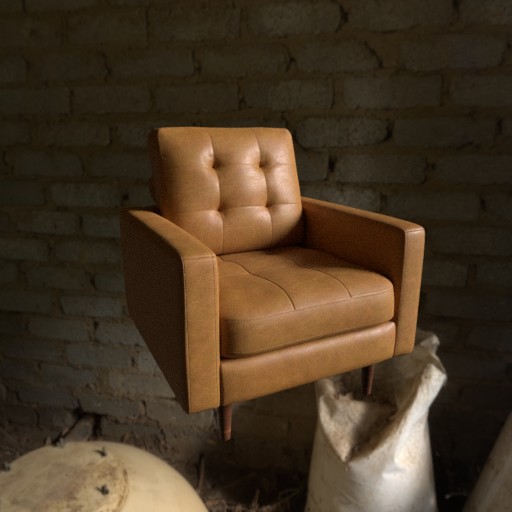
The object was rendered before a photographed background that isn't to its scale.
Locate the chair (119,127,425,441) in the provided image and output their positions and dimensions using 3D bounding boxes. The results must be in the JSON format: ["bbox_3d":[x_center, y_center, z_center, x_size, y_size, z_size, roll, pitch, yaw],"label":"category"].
[{"bbox_3d":[0.000,0.000,1.593,0.831,0.896,0.868,-8,17,-26],"label":"chair"}]
